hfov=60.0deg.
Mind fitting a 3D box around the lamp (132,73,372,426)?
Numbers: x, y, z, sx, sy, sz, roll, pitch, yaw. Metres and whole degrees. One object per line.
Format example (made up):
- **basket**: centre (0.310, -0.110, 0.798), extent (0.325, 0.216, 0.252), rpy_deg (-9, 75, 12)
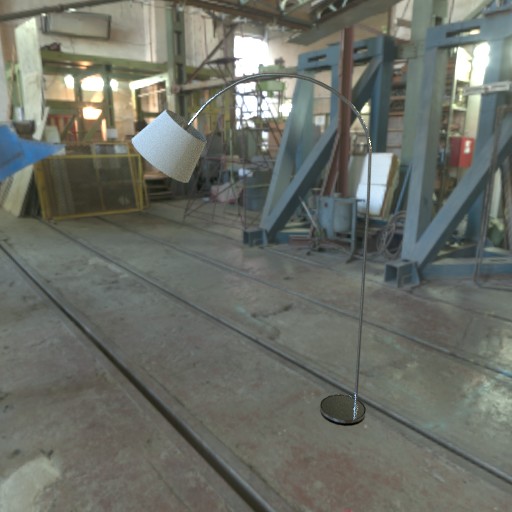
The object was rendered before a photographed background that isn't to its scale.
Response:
- **lamp**: centre (0.000, 0.000, 2.726), extent (1.445, 2.098, 0.406), rpy_deg (2, 15, 6)
